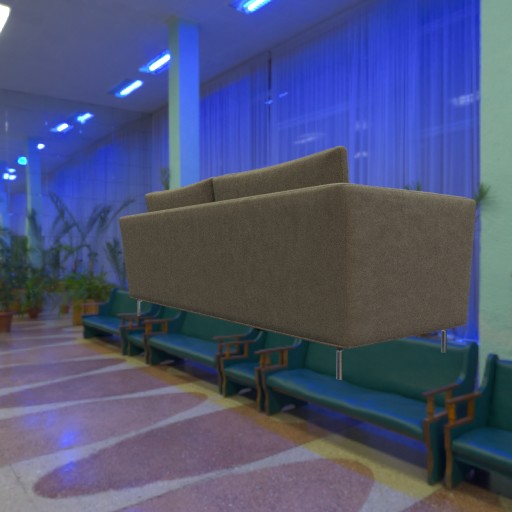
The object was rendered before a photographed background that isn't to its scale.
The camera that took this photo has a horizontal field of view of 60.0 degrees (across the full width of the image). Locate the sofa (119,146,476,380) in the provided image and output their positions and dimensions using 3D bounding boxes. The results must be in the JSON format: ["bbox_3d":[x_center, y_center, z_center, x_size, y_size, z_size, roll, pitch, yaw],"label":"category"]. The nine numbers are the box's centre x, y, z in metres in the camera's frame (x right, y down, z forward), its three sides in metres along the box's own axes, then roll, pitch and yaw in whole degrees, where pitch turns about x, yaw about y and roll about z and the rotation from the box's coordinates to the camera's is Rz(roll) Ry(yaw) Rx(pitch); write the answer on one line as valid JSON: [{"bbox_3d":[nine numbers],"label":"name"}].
[{"bbox_3d":[0.000,0.000,2.548,0.889,0.864,2.121,-1,1,-37],"label":"sofa"}]
